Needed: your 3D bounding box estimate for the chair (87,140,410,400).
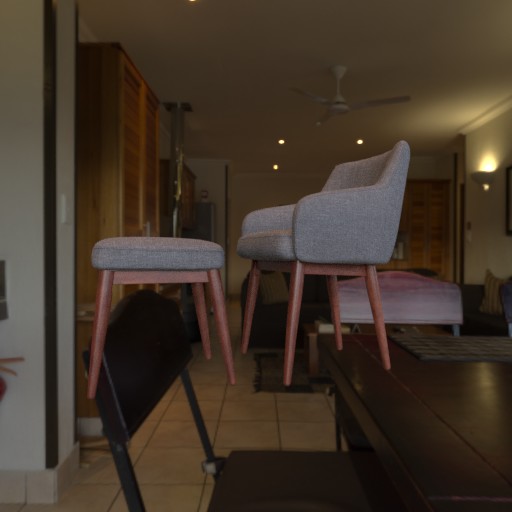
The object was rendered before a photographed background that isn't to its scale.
[{"bbox_3d":[0.000,0.000,1.573,1.107,0.799,0.584,0,0,-18],"label":"chair"}]
